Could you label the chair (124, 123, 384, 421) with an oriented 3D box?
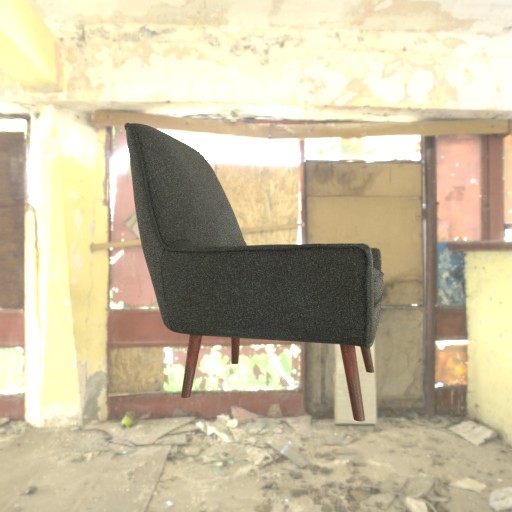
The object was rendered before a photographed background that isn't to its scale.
[{"bbox_3d":[0.000,0.000,1.554,0.859,0.883,0.763,0,0,18],"label":"chair"}]
